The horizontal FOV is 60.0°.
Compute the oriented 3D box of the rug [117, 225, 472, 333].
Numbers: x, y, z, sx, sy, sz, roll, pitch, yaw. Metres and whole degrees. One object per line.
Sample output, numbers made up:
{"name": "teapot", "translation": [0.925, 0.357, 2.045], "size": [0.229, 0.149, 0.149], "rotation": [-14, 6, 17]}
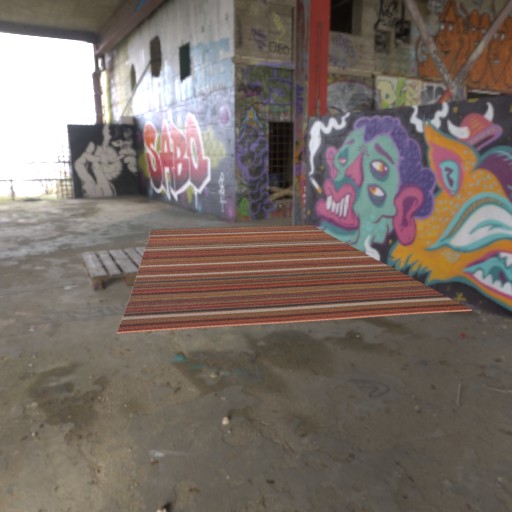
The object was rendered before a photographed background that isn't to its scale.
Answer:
{"name": "rug", "translation": [0.000, 0.000, 3.008], "size": [1.523, 0.008, 2.438], "rotation": [-2, 13, -10]}
